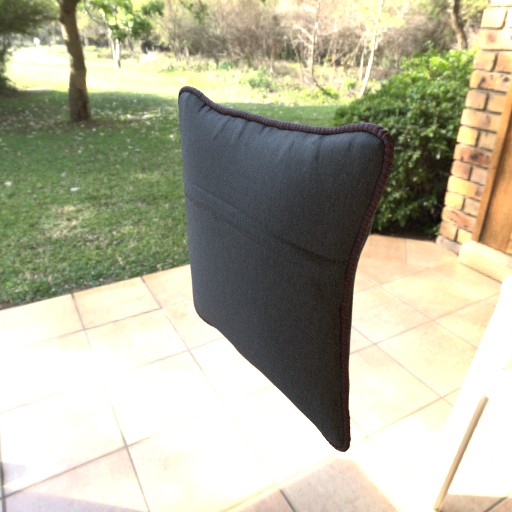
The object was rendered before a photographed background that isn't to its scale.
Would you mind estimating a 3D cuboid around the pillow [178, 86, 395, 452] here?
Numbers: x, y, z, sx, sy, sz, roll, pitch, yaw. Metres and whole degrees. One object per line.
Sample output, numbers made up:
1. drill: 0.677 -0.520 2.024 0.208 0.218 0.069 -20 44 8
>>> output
1. pillow: 0.000 0.000 0.729 0.124 0.491 0.482 -18 33 -31
